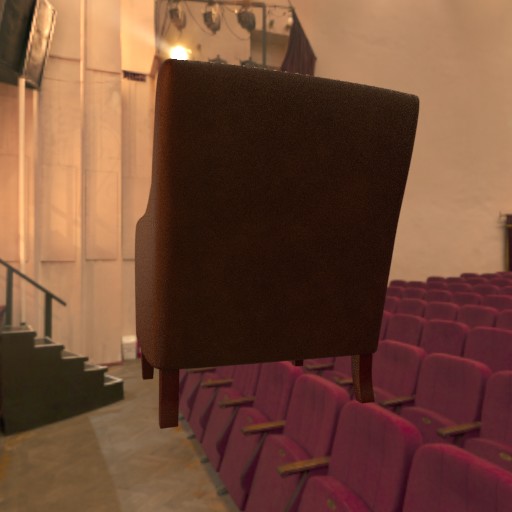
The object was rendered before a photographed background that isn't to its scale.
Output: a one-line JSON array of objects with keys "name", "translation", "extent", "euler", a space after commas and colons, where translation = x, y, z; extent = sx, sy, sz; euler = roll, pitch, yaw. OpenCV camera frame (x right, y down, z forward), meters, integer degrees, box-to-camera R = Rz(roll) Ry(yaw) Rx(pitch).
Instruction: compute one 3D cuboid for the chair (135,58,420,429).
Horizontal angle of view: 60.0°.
[{"name": "chair", "translation": [0.000, 0.000, 1.287], "extent": [0.639, 0.813, 0.704], "euler": [0, -1, -20]}]
